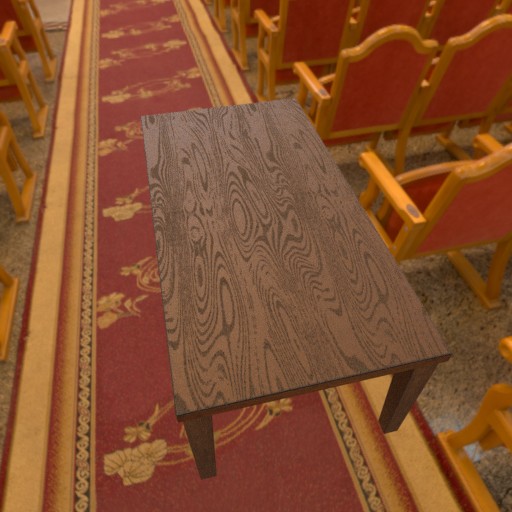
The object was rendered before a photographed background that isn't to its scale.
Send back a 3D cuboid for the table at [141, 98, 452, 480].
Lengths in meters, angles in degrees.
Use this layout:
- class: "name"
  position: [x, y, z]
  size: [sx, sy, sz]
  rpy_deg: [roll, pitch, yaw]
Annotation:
- class: "table"
  position: [0.000, 0.000, 2.479]
  size: [1.016, 0.762, 1.981]
  rpy_deg: [-10, 48, -9]
